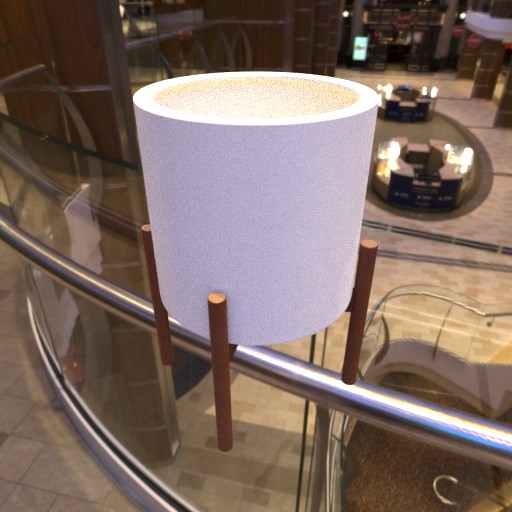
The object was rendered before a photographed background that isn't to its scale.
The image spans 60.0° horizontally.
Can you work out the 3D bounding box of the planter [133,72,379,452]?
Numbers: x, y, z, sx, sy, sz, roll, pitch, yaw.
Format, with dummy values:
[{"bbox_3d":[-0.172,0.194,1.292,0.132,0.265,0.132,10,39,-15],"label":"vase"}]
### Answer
[{"bbox_3d":[0.000,0.000,0.946,0.417,0.670,0.417,-18,36,-27],"label":"planter"}]
